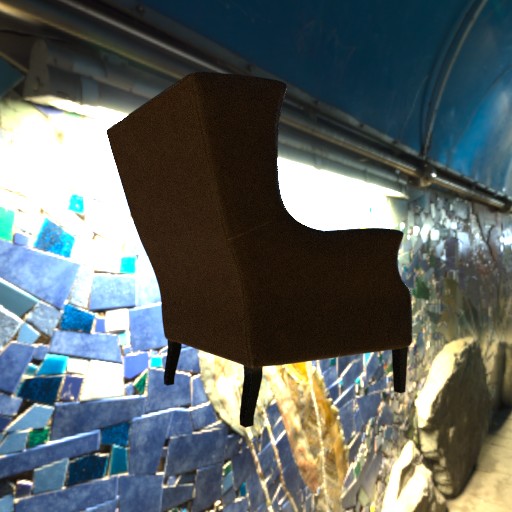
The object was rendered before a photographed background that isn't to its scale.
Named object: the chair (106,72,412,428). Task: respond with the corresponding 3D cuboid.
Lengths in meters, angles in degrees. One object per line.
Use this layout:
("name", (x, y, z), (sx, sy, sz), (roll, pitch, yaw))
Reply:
("chair", (0.000, 0.000, 1.682), (0.925, 1.016, 0.852), (0, 0, -37))
